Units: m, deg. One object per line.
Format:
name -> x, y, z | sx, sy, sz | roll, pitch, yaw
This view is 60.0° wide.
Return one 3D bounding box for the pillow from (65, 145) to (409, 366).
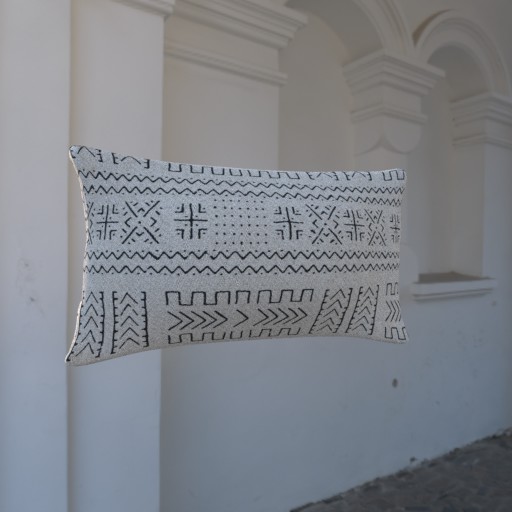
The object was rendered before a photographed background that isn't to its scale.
pillow -> 0.000, 0.000, 0.803 | 0.637, 0.352, 0.188 | 0, 0, -18
